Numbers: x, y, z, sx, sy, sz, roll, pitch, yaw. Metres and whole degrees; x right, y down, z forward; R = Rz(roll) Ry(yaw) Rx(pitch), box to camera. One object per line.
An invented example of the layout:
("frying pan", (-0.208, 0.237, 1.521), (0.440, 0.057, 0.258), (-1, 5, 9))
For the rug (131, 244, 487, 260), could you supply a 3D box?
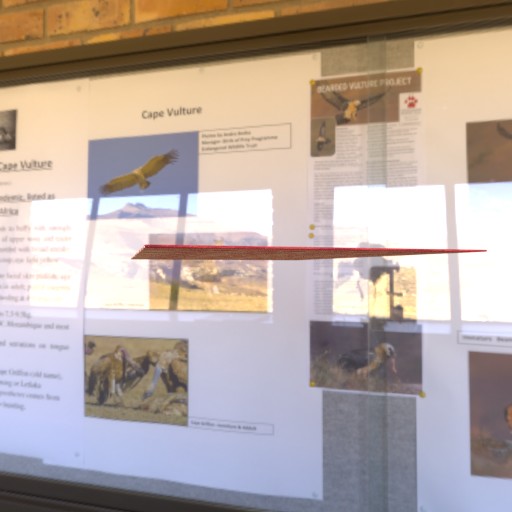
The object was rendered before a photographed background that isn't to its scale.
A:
("rug", (0.000, 0.000, 2.313), (1.223, 0.008, 1.817), (0, -2, -17))
